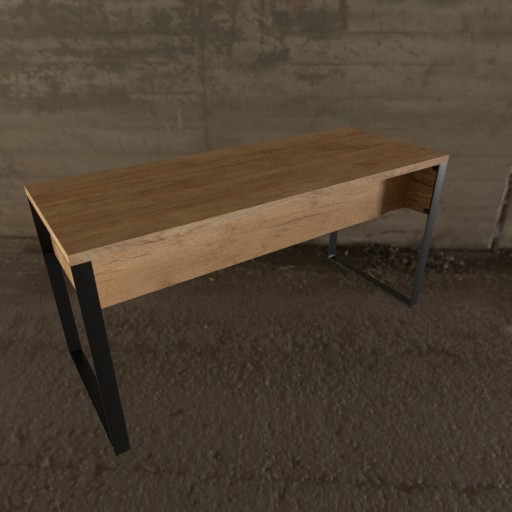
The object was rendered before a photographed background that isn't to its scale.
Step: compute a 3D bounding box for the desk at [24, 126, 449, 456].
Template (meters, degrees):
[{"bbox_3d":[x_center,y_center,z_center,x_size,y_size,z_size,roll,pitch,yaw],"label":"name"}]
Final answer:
[{"bbox_3d":[0.000,0.000,1.862,1.520,0.760,0.600,-18,34,-29],"label":"desk"}]
